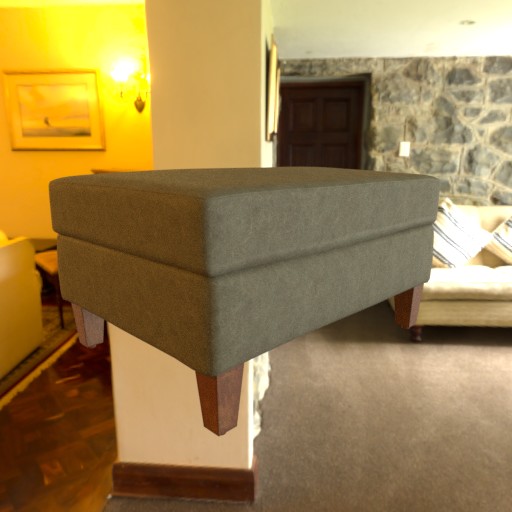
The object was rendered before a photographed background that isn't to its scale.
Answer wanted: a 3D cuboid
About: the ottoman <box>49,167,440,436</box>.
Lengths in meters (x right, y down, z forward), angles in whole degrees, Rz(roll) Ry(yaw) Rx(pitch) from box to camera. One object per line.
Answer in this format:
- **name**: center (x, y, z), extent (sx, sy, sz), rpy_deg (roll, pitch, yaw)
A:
- **ottoman**: center (0.000, 0.000, 1.190), extent (0.639, 0.464, 0.839), rpy_deg (12, 18, 44)
